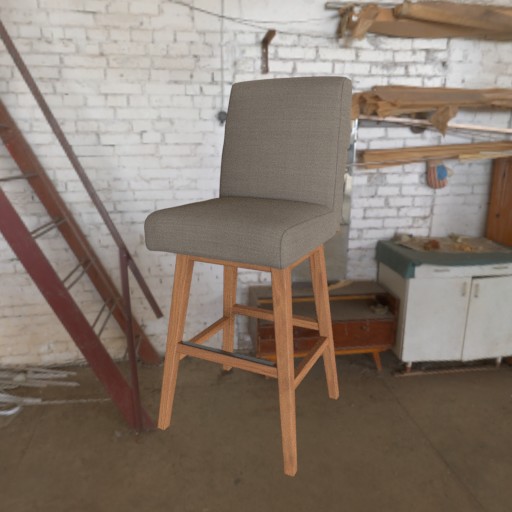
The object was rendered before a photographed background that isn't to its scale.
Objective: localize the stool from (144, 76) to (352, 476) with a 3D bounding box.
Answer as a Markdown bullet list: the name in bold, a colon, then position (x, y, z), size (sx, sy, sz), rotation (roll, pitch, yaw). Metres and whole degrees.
- **stool**: position (0.000, 0.000, 1.414), size (0.483, 1.112, 0.570), rotation (8, 17, 26)
